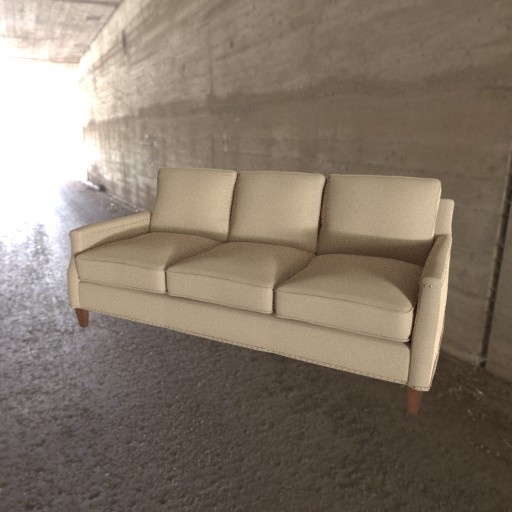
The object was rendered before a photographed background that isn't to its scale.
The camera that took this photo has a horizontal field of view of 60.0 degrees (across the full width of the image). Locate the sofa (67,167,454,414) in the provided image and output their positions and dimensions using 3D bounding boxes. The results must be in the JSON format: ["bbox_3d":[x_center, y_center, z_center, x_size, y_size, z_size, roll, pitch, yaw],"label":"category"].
[{"bbox_3d":[0.000,0.000,2.792,2.246,1.003,1.084,8,17,25],"label":"sofa"}]
